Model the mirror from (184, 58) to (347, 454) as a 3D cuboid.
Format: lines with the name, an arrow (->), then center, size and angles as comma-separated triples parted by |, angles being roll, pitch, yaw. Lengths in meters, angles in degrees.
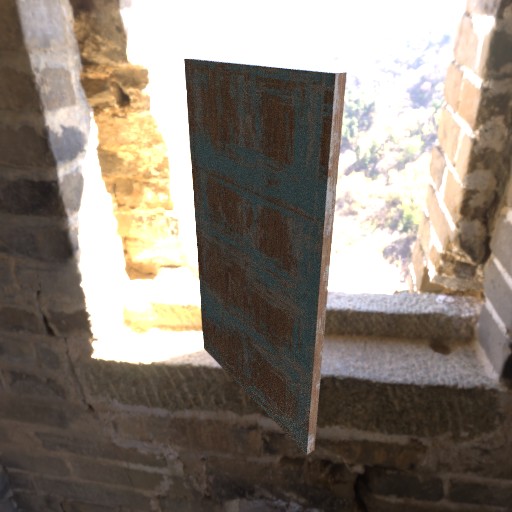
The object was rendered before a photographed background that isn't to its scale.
mirror -> 0.000, 0.000, 1.521 | 0.083, 1.213, 0.707 | -18, 32, -32
